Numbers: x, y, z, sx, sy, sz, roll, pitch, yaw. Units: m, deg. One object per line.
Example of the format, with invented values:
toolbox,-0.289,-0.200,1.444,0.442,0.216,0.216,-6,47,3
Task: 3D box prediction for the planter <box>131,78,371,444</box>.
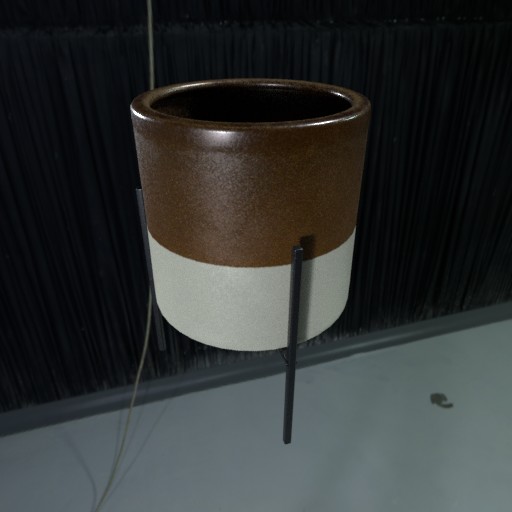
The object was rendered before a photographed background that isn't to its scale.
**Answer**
planter,0.000,0.000,0.550,0.255,0.375,0.269,-10,32,-16
